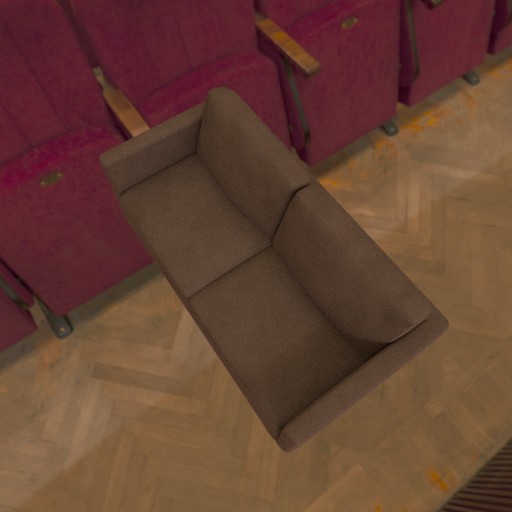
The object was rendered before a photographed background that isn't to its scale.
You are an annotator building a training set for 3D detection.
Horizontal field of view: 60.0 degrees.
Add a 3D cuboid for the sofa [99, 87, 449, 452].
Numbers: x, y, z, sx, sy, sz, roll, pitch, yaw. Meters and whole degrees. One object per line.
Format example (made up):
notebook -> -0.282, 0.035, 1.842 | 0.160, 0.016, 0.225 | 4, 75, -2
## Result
sofa -> 0.000, 0.000, 2.529 | 0.950, 0.963, 1.884 | -32, 68, -15
